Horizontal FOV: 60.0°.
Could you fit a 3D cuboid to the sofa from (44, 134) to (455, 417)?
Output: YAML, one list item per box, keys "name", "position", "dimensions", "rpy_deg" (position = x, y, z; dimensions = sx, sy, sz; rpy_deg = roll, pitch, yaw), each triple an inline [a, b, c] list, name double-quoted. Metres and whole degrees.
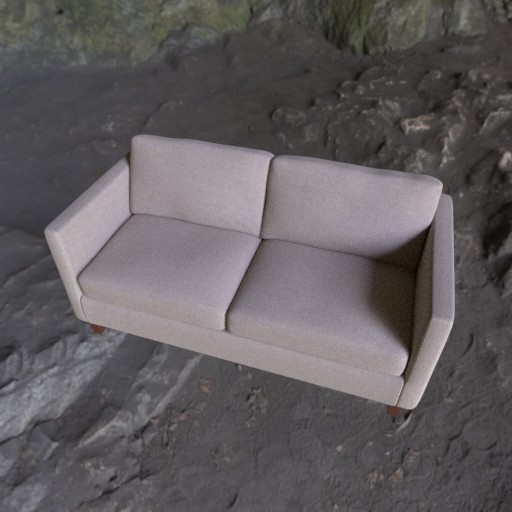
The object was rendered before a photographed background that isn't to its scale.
- name: "sofa"
  position: [0.000, 0.000, 2.387]
  dimensions: [1.884, 0.947, 0.951]
  rpy_deg: [12, 42, 13]
